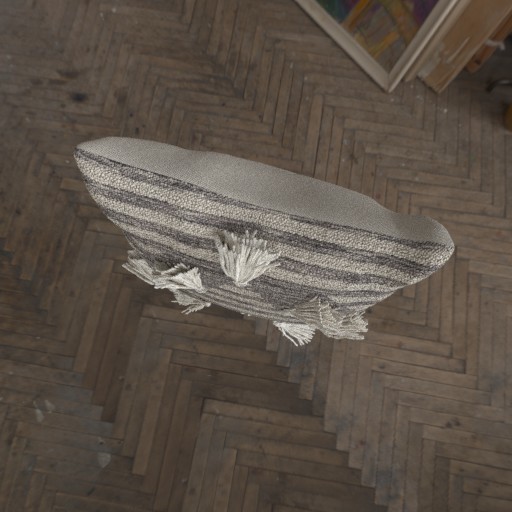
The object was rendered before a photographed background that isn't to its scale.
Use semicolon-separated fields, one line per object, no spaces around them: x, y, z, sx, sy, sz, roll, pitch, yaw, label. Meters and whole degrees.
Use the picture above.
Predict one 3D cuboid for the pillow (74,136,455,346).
0.000;0.000;0.765;0.484;0.490;0.234;15;75;4;pillow
